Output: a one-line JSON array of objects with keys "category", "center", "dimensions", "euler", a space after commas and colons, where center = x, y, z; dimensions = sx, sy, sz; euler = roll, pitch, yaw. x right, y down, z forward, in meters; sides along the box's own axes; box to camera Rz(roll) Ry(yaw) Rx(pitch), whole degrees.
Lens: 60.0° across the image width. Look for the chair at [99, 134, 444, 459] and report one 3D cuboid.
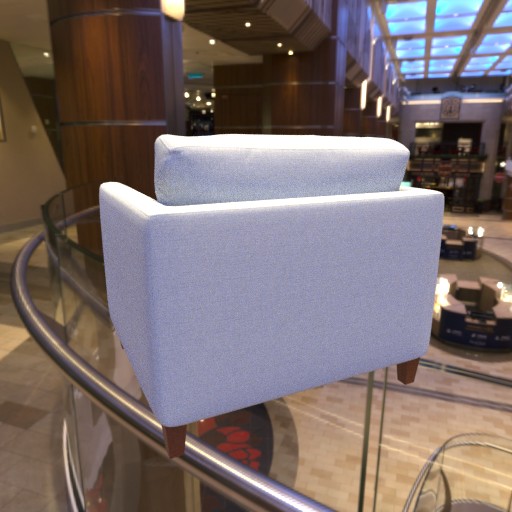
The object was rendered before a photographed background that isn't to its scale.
[{"category": "chair", "center": [0.000, 0.000, 1.825], "dimensions": [1.107, 0.961, 0.953], "euler": [-7, 16, -25]}]
